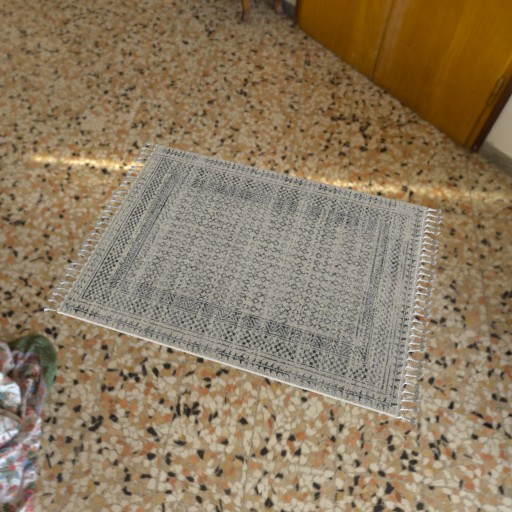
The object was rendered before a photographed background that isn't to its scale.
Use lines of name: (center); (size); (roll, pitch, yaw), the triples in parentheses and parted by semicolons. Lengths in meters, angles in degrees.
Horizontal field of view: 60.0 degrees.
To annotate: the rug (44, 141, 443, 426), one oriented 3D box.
rug: (0.000, 0.000, 2.374); (1.872, 0.013, 1.243); (15, 59, 9)
